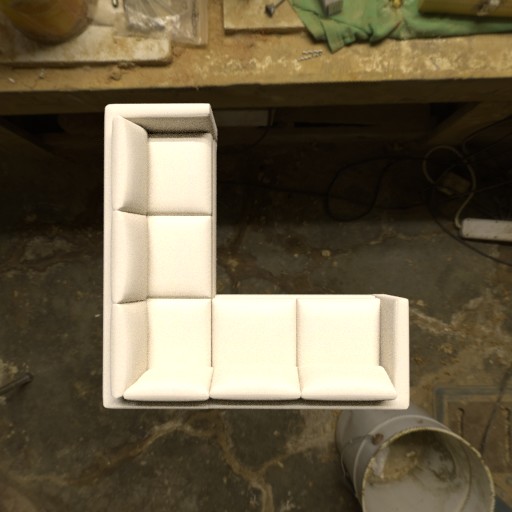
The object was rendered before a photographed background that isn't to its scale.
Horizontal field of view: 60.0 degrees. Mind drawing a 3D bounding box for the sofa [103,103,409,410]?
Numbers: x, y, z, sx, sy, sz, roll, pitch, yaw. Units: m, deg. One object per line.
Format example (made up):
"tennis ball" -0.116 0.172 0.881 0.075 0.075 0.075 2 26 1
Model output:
"sofa" 0.000 0.000 3.772 2.430 0.867 2.448 0 89 1
